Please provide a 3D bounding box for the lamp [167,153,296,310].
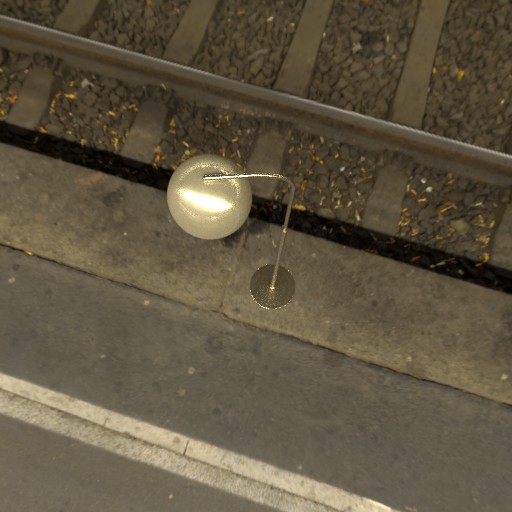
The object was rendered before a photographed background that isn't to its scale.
[{"bbox_3d":[0.000,0.000,1.710,0.431,1.526,0.250,-4,76,-1],"label":"lamp"}]
